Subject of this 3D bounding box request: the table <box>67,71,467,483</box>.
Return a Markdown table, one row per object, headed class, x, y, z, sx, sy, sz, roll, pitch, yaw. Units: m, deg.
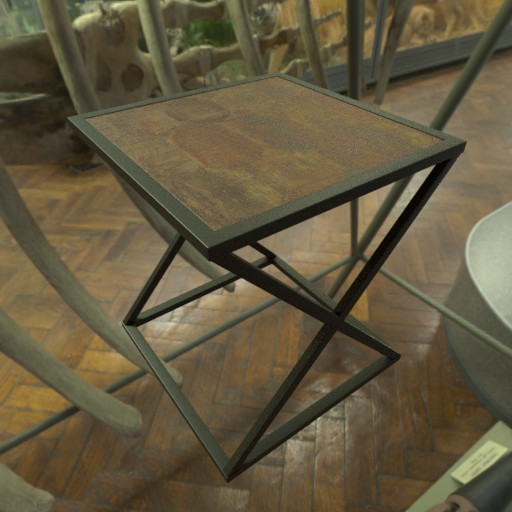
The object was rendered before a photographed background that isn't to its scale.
| class | x | y | z | sx | sy | sz | roll | pitch | yaw |
| --- | --- | --- | --- | --- | --- | --- | --- | --- | --- |
| table | 0.000 | 0.000 | 0.947 | 0.500 | 0.565 | 0.500 | -24 | 44 | -28 |
